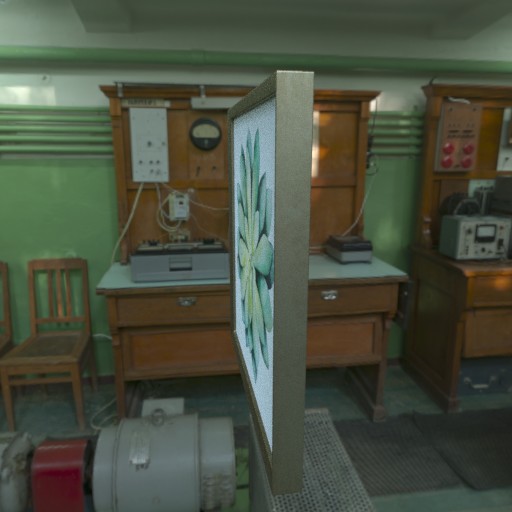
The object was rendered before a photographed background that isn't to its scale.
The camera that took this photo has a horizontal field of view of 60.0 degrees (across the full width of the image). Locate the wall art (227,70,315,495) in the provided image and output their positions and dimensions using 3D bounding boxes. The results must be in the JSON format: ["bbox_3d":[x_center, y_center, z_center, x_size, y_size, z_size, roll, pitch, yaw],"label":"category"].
[{"bbox_3d":[0.000,0.000,0.748,0.040,0.506,0.503,-2,14,-9],"label":"wall art"}]
